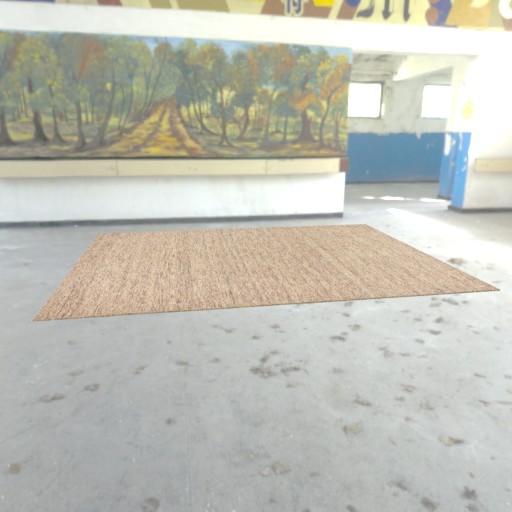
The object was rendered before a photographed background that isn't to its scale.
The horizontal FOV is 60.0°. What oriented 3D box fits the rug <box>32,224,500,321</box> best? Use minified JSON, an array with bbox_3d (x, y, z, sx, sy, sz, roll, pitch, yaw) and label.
[{"bbox_3d":[0.000,0.000,4.137,3.205,0.013,2.448,-3,16,-10],"label":"rug"}]
